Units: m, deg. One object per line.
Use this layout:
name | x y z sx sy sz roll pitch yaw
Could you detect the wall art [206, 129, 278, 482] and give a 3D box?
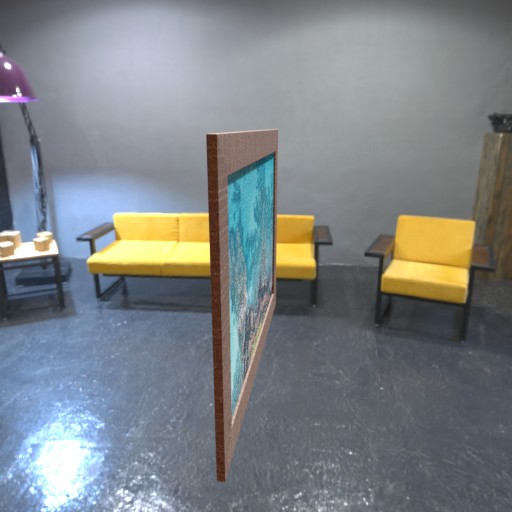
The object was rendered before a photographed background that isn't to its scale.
wall art | 0.000 0.000 1.397 0.020 0.761 1.056 2 17 8
